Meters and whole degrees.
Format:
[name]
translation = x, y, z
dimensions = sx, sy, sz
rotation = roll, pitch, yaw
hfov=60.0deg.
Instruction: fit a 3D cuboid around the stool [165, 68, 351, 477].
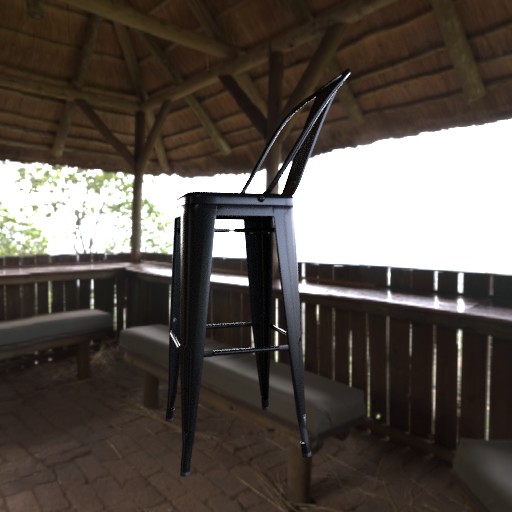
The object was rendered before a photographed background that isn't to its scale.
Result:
[stool]
translation = 0.000, 0.000, 1.339
dimensions = 0.513, 1.096, 0.399
rotation = -1, 3, -17
